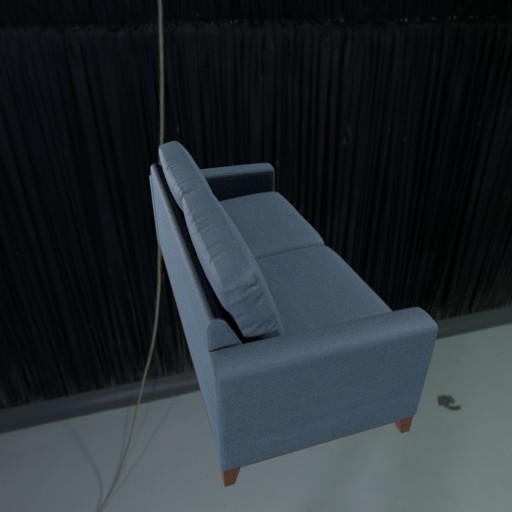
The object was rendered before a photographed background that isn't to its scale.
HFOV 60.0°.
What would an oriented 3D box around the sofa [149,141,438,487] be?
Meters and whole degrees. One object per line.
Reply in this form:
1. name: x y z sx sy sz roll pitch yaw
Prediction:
1. sofa: 0.000 0.000 2.360 0.877 0.865 1.900 -9 32 -15
